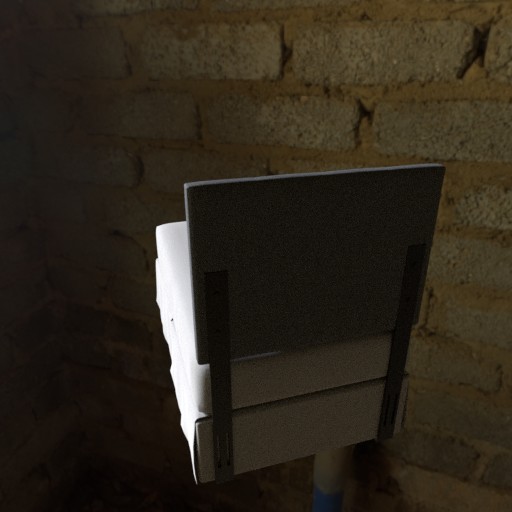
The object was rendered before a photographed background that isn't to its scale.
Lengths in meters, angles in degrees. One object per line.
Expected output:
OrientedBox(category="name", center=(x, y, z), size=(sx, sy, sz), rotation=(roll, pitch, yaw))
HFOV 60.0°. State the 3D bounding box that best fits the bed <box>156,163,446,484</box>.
OrientedBox(category="bed", center=(0.000, 0.000, 2.939), size=(1.261, 1.571, 1.997), rotation=(-7, 26, -15))
